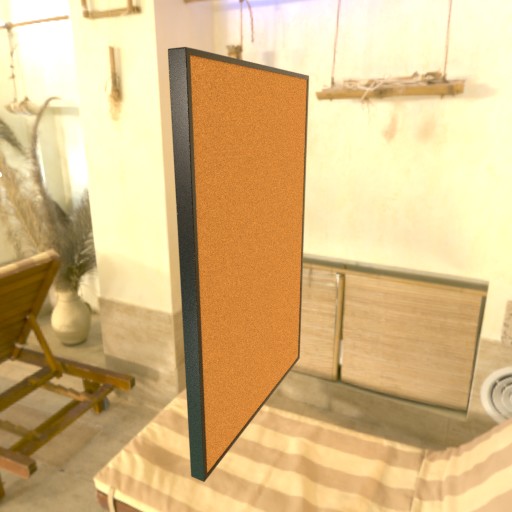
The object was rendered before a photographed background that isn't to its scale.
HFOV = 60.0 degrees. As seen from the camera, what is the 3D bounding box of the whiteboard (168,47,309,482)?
[{"bbox_3d":[0.000,0.000,0.767,0.026,0.611,0.406,8,19,25],"label":"whiteboard"}]
